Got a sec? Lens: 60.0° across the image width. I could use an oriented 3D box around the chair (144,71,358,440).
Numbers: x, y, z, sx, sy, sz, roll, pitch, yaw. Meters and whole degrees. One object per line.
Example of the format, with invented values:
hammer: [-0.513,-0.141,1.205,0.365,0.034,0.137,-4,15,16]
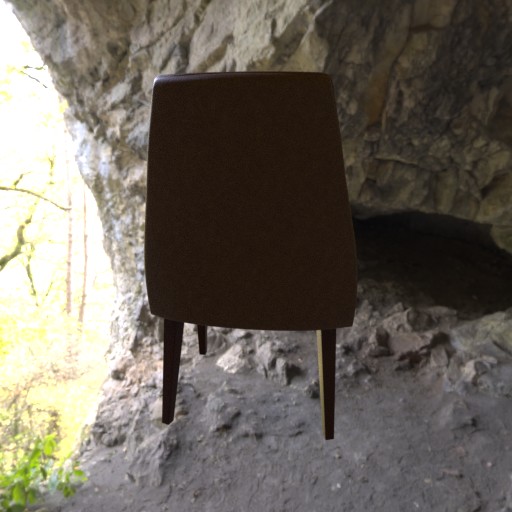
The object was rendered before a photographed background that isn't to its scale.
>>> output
chair: [0.000,0.000,1.187,0.529,0.861,0.544,2,16,8]
